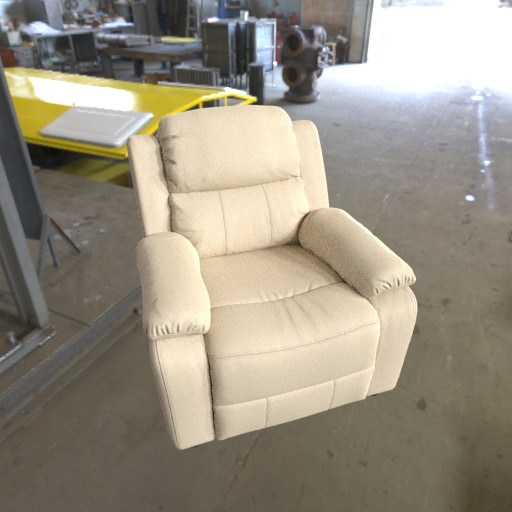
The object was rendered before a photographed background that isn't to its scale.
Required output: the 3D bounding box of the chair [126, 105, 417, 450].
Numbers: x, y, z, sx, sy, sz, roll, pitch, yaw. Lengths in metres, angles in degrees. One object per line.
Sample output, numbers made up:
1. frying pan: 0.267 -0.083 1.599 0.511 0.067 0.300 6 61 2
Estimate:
1. chair: 0.000 0.000 1.264 0.680 0.702 0.709 -10 33 -16
